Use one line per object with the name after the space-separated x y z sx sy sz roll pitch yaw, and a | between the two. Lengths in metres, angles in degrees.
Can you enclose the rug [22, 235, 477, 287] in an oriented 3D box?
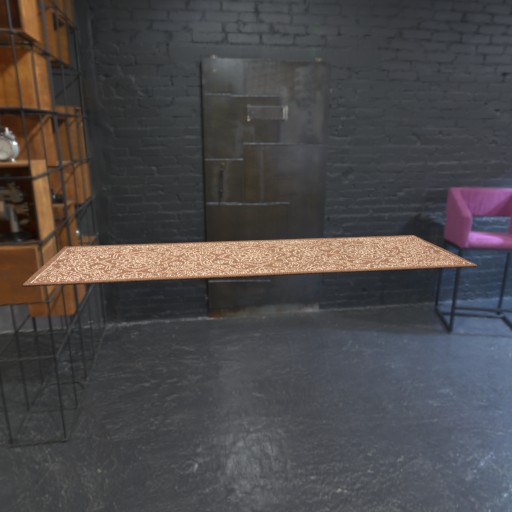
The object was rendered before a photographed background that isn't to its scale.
0.000 0.000 2.718 2.448 0.012 0.769 -2 16 -8 | rug
